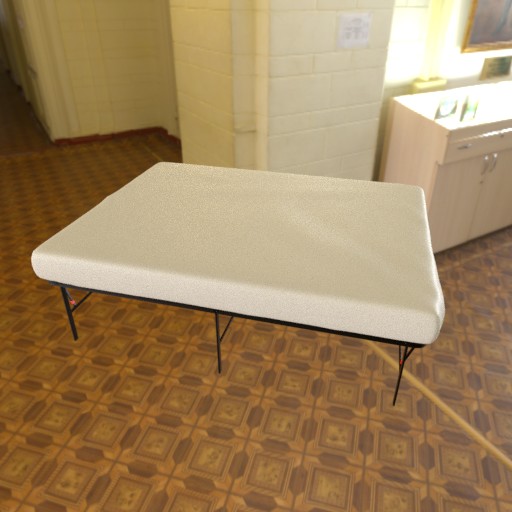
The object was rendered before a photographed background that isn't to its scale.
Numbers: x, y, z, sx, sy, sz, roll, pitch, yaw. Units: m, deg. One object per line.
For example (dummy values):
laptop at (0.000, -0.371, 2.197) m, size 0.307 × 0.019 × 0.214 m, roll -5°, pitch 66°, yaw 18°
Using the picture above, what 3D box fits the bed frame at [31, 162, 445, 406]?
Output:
bed frame at (0.000, 0.000, 2.905) m, size 2.151 × 0.667 × 1.584 m, roll 8°, pitch 31°, yaw 13°
